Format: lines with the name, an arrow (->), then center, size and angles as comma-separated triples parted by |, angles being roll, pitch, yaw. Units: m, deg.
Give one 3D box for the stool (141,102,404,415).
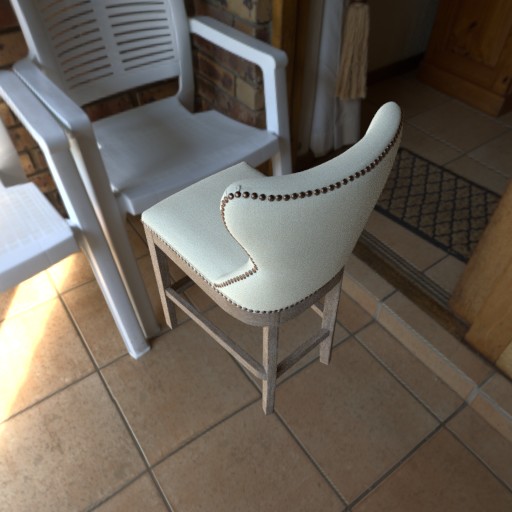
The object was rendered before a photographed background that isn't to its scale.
stool -> 0.000, 0.000, 1.322 | 0.498, 0.981, 0.608 | -33, 54, -27
